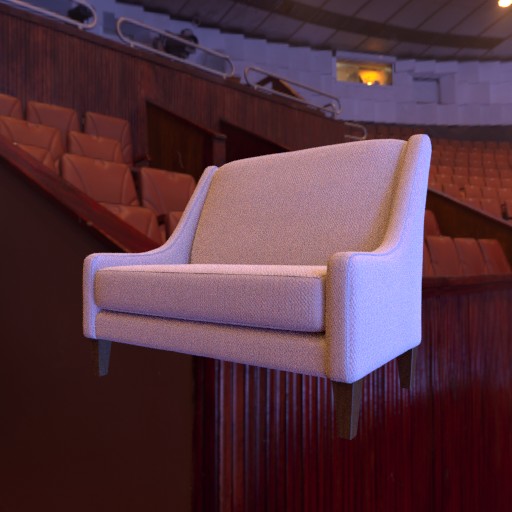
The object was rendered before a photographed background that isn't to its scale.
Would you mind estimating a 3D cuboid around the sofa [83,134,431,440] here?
[{"bbox_3d":[0.000,0.000,1.871,1.242,1.022,0.870,0,0,35],"label":"sofa"}]
